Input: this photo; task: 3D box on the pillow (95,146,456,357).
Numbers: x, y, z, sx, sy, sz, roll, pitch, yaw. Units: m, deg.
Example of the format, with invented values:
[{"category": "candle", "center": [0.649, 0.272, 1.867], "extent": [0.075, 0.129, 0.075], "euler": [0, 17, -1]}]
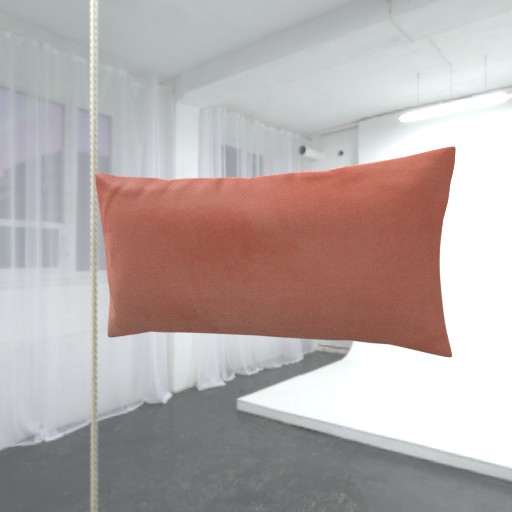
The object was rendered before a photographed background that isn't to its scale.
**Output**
[{"category": "pillow", "center": [0.000, 0.000, 0.739], "extent": [0.608, 0.307, 0.155], "euler": [0, -1, 18]}]
